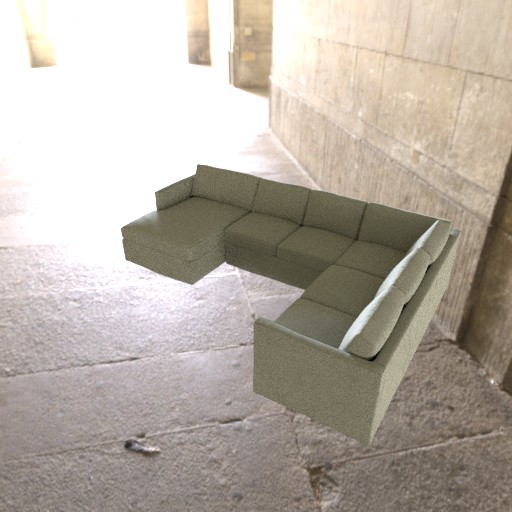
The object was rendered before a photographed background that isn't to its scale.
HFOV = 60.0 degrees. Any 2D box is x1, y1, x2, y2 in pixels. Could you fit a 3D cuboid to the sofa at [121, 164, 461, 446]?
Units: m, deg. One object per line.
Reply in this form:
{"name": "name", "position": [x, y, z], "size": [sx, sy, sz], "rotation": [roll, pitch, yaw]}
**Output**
{"name": "sofa", "position": [0.000, 0.000, 4.565], "size": [3.434, 0.869, 2.440], "rotation": [18, 34, 28]}
